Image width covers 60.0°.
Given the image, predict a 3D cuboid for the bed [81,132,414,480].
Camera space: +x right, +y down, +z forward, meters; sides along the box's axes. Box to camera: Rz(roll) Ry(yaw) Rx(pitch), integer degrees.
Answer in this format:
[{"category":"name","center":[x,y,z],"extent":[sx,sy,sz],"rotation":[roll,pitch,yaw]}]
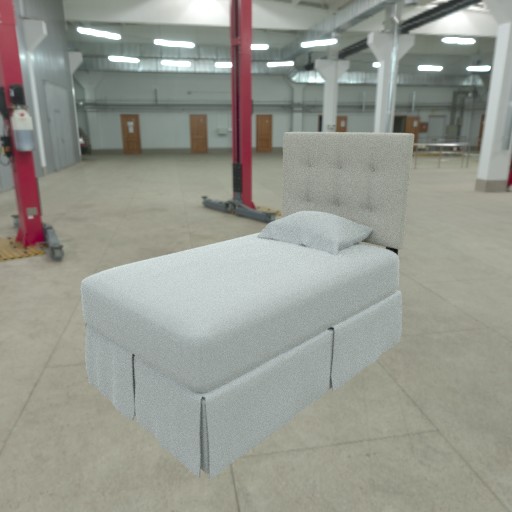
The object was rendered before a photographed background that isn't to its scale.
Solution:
[{"category":"bed","center":[0.000,0.000,2.951],"extent":[1.261,1.571,1.997],"rotation":[15,22,42]}]
